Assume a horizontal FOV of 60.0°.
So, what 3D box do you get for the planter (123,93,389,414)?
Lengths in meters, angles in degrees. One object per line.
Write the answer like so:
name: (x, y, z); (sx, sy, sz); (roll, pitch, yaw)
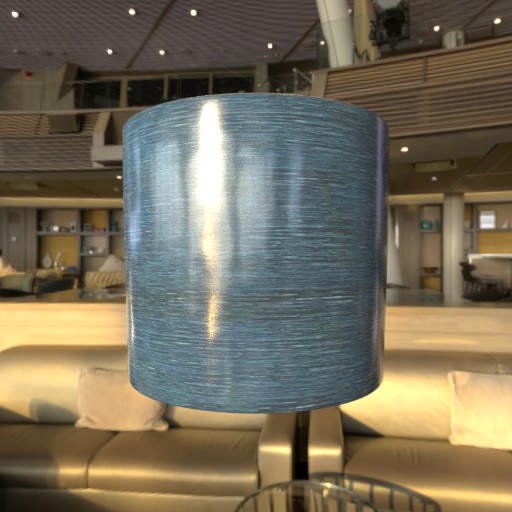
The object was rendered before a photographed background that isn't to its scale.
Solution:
planter: (0.000, 0.000, 0.384); (0.221, 0.201, 0.221); (0, 0, 0)
